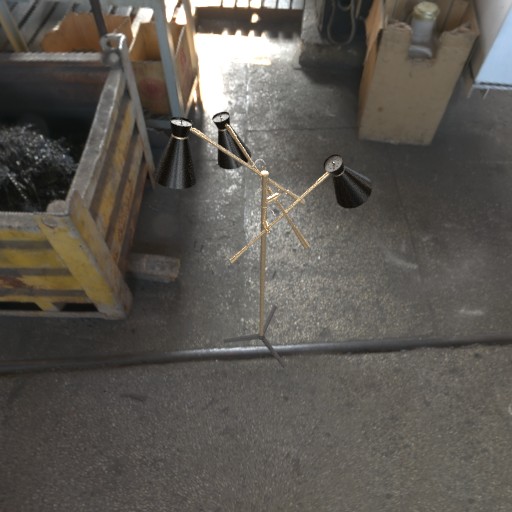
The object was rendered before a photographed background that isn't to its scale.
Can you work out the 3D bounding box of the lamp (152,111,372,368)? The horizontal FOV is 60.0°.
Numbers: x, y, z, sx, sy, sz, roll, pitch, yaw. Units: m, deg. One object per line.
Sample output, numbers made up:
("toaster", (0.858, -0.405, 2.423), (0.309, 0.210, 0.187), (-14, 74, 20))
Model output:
("lamp", (0.000, 0.000, 2.233), (0.750, 1.804, 0.653), (-32, 63, -19))
